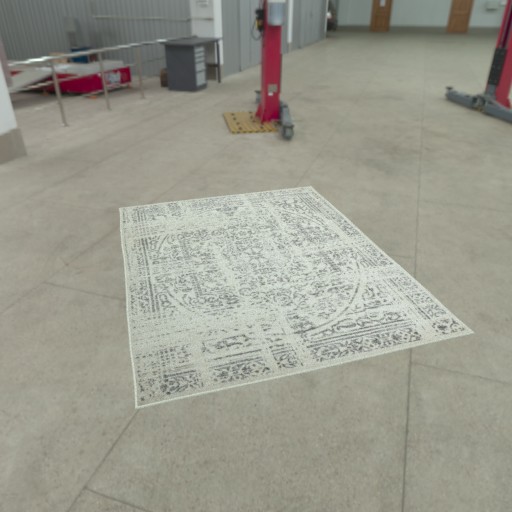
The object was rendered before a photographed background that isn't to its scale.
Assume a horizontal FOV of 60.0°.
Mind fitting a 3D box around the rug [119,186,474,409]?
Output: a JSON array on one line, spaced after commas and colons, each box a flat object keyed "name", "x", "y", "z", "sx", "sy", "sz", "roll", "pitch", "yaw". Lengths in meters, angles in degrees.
[{"name": "rug", "x": 0.000, "y": 0.000, "z": 3.993, "sx": 2.311, "sy": 0.032, "sz": 2.921, "roll": -9, "pitch": 31, "yaw": -14}]
